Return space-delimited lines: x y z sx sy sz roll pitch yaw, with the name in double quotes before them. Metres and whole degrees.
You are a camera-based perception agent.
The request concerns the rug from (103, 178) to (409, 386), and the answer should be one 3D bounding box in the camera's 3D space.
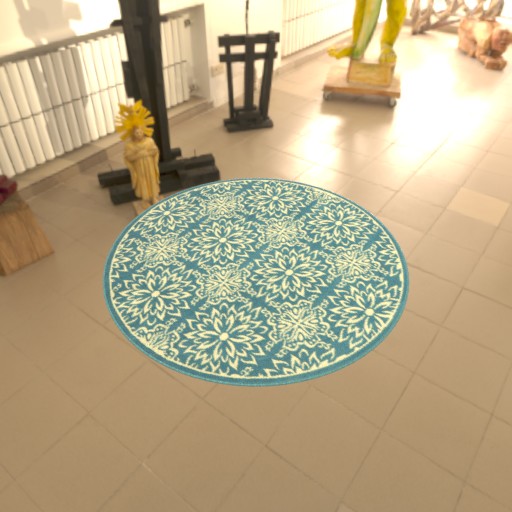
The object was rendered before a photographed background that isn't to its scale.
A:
"rug" 0.000 0.000 2.379 1.593 0.012 1.593 0 41 0
